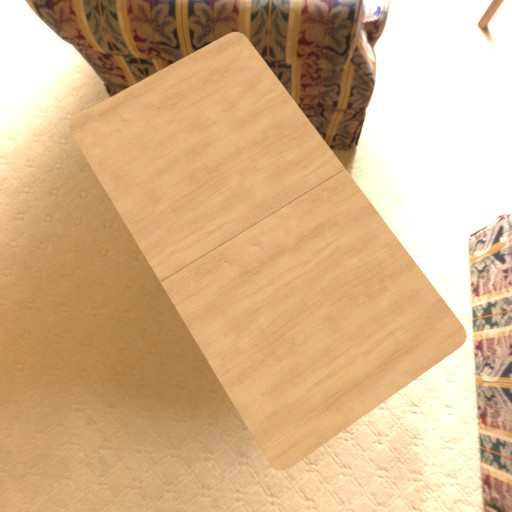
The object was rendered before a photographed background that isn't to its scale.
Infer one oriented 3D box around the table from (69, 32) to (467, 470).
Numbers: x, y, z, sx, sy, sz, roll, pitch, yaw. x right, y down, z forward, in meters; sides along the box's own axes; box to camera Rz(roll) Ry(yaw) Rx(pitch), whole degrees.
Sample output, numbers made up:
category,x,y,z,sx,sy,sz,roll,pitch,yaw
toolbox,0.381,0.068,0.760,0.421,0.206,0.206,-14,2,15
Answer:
category,x,y,z,sx,sy,sz,roll,pitch,yaw
table,0.000,0.000,1.947,0.750,0.900,1.400,-32,78,-8
